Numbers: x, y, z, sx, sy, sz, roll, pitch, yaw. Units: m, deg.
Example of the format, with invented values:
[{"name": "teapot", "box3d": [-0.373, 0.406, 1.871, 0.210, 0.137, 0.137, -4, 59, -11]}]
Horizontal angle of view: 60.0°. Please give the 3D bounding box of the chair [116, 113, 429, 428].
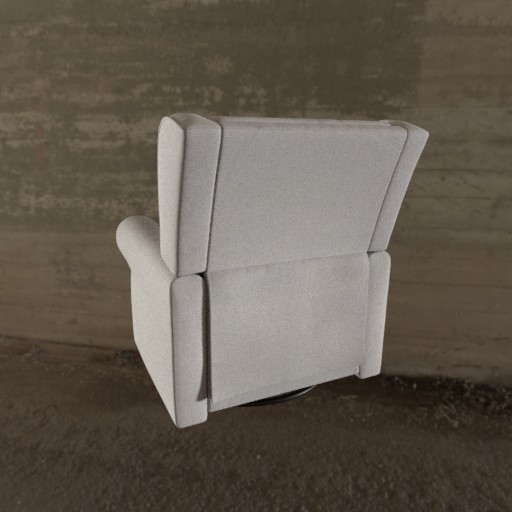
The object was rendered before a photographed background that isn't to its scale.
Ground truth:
[{"name": "chair", "box3d": [0.000, 0.000, 1.663, 0.906, 0.967, 0.854, -6, 15, -25]}]
